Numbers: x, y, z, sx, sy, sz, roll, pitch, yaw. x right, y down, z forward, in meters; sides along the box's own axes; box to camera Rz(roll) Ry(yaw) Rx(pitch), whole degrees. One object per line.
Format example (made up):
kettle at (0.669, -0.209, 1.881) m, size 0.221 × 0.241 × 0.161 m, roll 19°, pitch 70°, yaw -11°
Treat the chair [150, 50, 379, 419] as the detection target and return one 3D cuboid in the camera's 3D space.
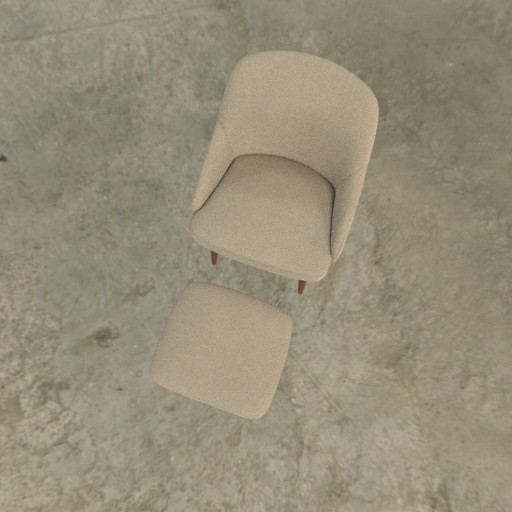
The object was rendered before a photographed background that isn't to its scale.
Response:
chair at (0.000, 0.000, 1.642) m, size 0.584 × 0.866 × 1.114 m, roll 19°, pitch 76°, yaw 5°
